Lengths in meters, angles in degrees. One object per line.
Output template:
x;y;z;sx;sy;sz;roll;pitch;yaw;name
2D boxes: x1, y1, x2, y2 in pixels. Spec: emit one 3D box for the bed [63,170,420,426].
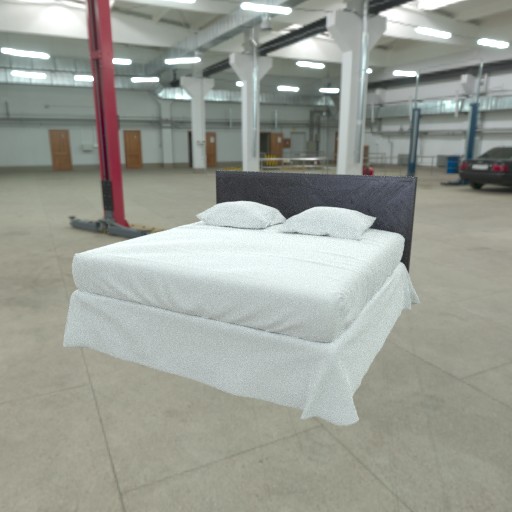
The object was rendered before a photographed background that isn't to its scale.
0.000;0.000;3.485;2.255;1.158;2.165;8;16;27;bed
